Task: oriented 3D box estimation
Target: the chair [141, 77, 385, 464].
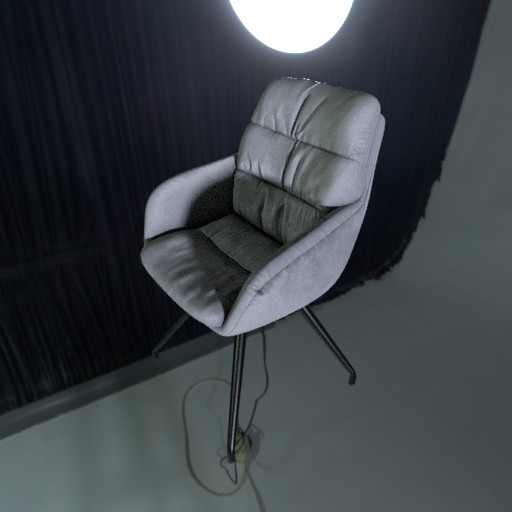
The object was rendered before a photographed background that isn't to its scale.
[{"bbox_3d":[0.000,0.000,1.272,0.569,0.888,0.579,-21,37,-30],"label":"chair"}]
